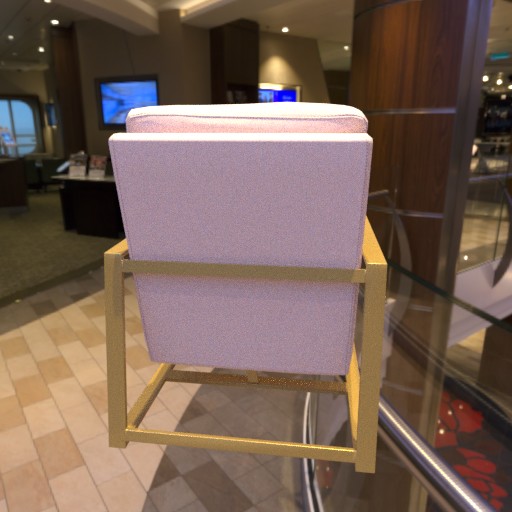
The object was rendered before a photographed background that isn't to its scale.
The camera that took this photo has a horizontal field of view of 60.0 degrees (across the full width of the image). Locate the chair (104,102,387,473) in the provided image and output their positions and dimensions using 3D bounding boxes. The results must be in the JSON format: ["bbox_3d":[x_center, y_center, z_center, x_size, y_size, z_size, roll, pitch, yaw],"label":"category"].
[{"bbox_3d":[0.000,0.000,1.495,0.758,0.956,0.813,2,16,8],"label":"chair"}]
